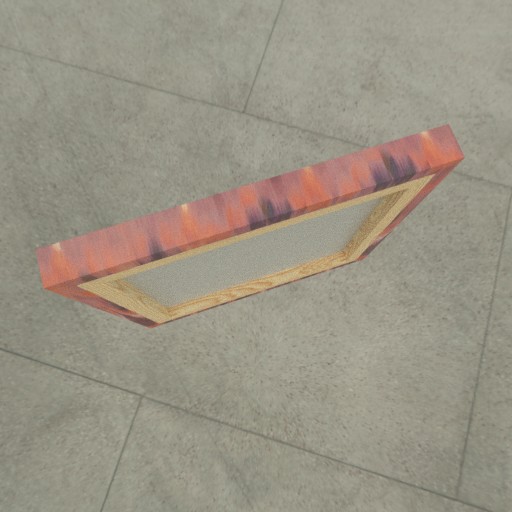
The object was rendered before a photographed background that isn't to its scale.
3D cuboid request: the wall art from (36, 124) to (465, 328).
[{"bbox_3d":[0.000,0.000,0.603,0.403,0.406,0.038,-18,77,-4],"label":"wall art"}]
